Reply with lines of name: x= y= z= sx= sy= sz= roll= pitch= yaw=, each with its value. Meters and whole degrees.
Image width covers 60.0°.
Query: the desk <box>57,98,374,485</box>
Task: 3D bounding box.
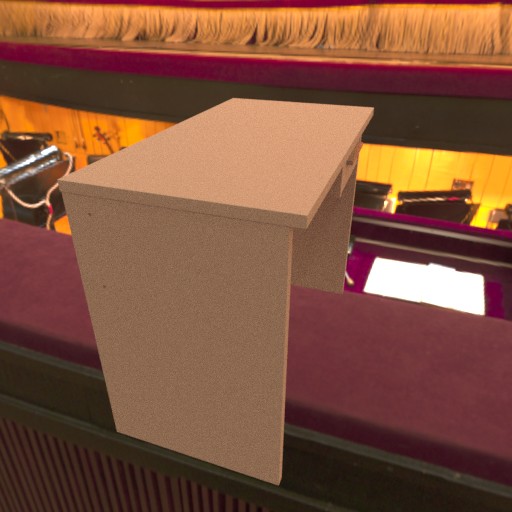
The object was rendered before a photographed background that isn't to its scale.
desk: x=0.000 y=0.000 z=1.335 sx=0.498 sy=0.729 sz=0.900 roll=10 pitch=31 yaw=17
